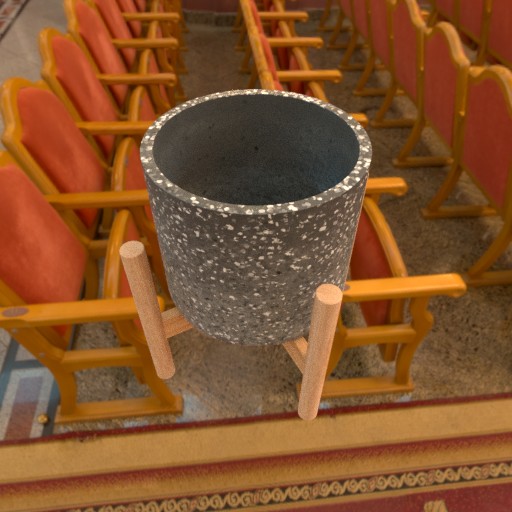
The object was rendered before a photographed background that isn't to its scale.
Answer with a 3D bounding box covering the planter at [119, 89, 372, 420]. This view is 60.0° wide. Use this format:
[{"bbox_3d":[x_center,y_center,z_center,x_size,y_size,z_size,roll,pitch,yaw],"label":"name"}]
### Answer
[{"bbox_3d":[0.000,0.000,0.545,0.284,0.320,0.284,-4,46,-4],"label":"planter"}]
